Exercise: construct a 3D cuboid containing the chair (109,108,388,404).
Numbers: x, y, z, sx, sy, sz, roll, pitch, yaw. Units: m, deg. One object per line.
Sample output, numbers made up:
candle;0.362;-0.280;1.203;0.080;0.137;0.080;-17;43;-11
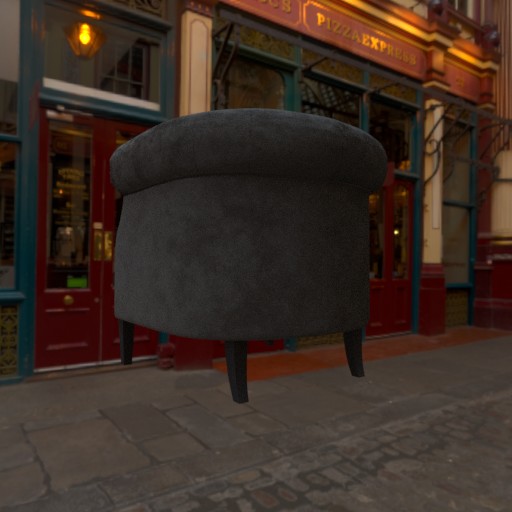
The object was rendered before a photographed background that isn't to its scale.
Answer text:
chair;0.000;0.000;1.603;0.904;0.826;0.851;1;-1;-35
